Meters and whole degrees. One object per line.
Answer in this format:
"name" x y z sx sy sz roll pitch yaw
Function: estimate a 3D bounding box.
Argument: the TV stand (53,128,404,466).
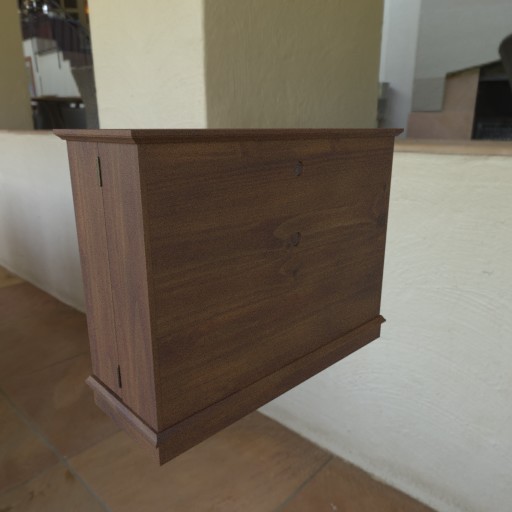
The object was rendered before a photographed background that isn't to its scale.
"TV stand" 0.000 0.000 1.473 1.067 0.813 0.406 -15 22 -42
